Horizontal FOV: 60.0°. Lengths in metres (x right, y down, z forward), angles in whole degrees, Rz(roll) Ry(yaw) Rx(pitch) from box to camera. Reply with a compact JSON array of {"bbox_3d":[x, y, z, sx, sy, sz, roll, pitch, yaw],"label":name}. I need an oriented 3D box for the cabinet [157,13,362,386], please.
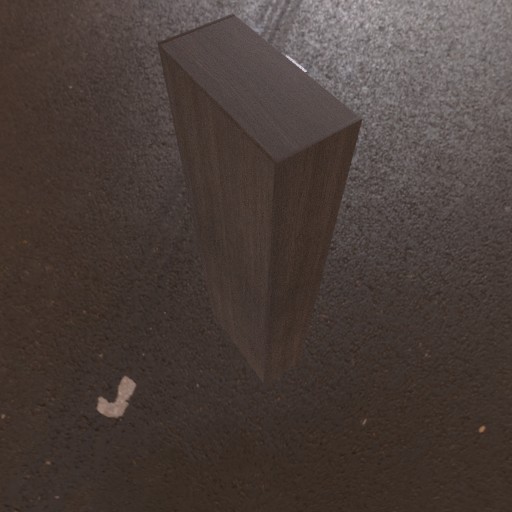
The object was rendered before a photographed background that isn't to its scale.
[{"bbox_3d":[0.000,0.000,1.759,0.255,1.630,0.520,-31,63,-18],"label":"cabinet"}]
